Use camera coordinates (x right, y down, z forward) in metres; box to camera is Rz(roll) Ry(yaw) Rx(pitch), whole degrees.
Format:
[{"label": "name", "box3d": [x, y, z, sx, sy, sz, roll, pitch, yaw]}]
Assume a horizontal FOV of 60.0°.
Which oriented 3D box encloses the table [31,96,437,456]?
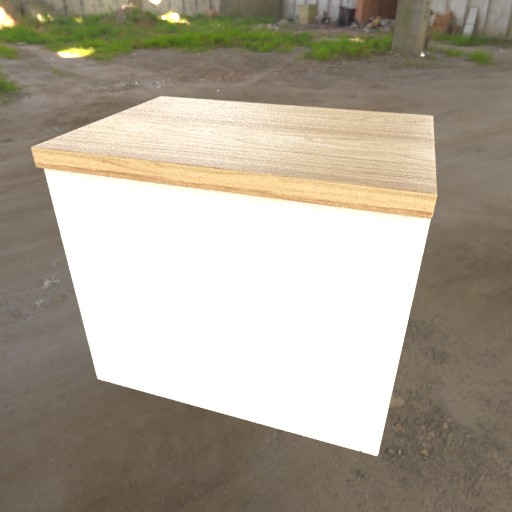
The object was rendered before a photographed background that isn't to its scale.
[{"label": "table", "box3d": [0.000, 0.000, 0.768, 0.500, 0.440, 0.360, 10, 32, 16]}]
